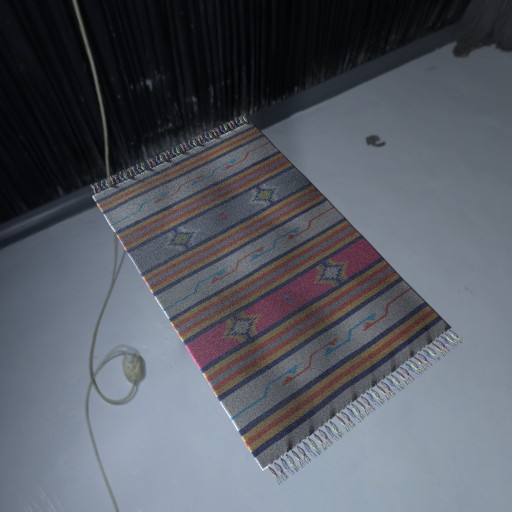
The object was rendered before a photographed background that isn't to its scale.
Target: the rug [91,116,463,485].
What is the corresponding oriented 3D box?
[{"bbox_3d":[0.000,0.000,2.283,1.084,0.013,1.849,-30,63,-17],"label":"rug"}]
